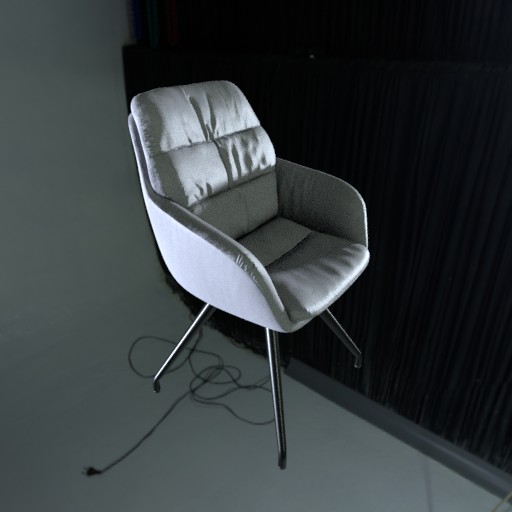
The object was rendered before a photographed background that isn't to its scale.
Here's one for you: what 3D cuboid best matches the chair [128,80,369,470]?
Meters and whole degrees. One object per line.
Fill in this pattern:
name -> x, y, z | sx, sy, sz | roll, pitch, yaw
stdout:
chair -> 0.000, 0.000, 1.263 | 0.569, 0.888, 0.579 | 18, 32, 31
